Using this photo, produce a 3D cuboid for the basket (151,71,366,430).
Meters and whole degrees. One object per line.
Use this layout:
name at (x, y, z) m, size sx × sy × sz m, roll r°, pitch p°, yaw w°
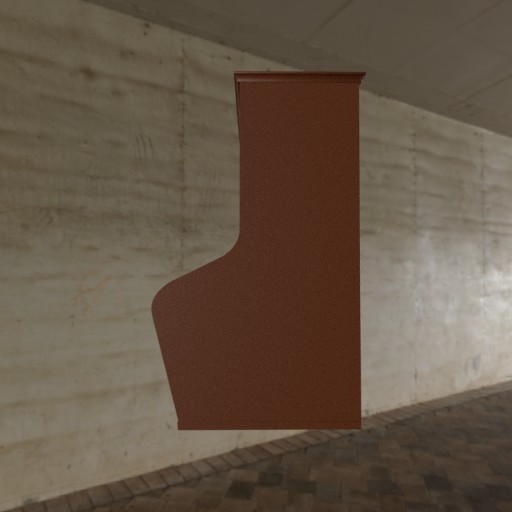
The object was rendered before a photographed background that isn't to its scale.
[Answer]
basket at (0.000, 0.000, 1.163) m, size 0.376 × 0.625 × 0.792 m, roll 0°, pitch -2°, yaw -1°
